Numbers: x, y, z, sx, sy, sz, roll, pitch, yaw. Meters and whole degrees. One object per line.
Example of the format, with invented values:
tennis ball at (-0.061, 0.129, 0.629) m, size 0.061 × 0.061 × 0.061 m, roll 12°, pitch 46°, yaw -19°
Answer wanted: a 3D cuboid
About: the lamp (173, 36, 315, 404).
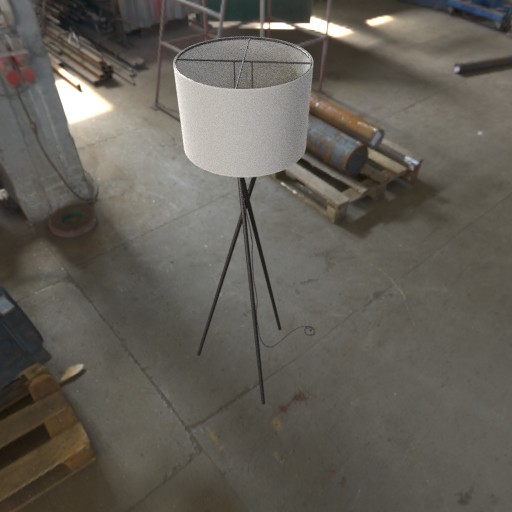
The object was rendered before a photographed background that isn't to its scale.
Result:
lamp at (0.000, 0.000, 1.911) m, size 0.667 × 1.624 × 0.522 m, roll 3°, pitch 44°, yaw 3°
